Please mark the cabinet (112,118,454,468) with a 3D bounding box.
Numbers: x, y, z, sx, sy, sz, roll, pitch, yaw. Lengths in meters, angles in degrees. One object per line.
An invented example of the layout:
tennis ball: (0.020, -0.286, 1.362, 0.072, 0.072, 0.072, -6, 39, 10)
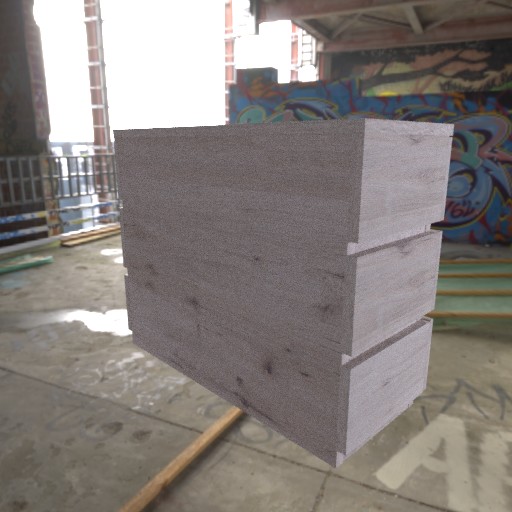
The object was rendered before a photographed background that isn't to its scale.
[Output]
cabinet: (0.000, 0.000, 1.468, 0.420, 0.820, 1.040, -14, 20, -43)
